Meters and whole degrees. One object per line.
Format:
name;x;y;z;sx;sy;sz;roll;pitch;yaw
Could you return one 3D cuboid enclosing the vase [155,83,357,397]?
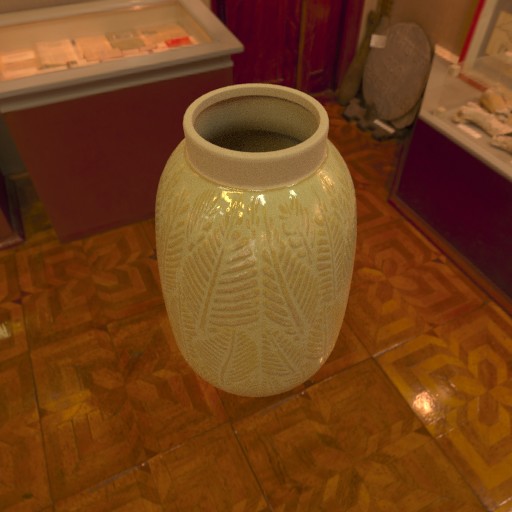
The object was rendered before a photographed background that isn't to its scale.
vase;0.000;0.000;0.391;0.172;0.270;0.172;0;47;0
